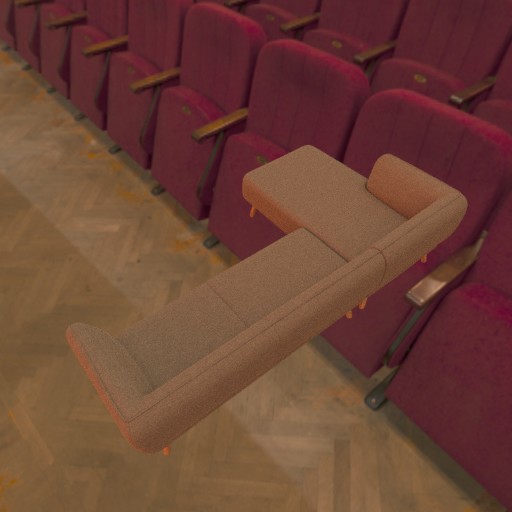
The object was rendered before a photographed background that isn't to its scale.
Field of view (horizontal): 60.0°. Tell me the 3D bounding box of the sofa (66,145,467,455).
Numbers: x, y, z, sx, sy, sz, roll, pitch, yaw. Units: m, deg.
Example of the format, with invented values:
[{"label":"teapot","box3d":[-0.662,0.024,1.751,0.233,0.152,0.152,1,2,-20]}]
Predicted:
[{"label":"sofa","box3d":[0.000,0.000,3.146,2.653,0.693,1.532,-30,54,-25]}]
